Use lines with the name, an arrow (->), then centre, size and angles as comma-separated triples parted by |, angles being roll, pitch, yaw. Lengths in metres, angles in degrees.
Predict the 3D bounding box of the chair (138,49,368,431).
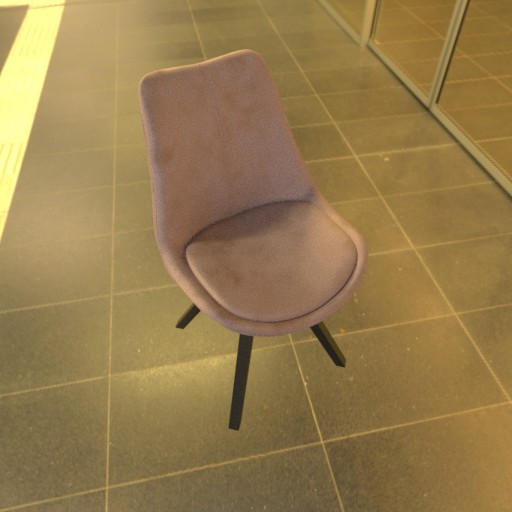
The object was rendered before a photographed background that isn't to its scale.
chair -> 0.000, 0.000, 1.195 | 0.483, 0.865, 0.547 | -24, 51, -21
